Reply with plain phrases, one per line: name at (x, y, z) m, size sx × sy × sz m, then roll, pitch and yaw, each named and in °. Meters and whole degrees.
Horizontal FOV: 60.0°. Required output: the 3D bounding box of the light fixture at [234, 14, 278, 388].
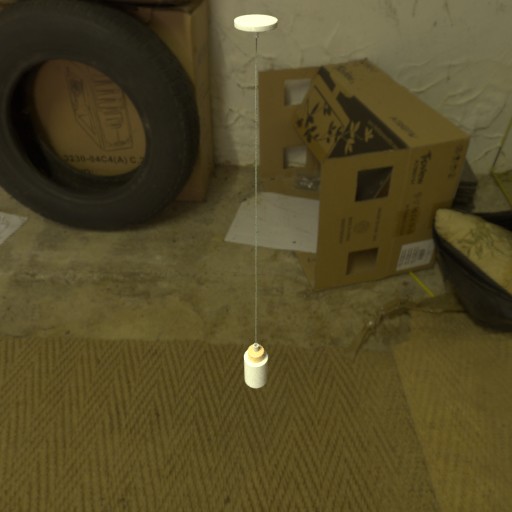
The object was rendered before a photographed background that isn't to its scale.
light fixture at (0.000, 0.000, 1.861) m, size 0.125 × 1.798 × 0.125 m, roll -12°, pitch 43°, yaw -14°
